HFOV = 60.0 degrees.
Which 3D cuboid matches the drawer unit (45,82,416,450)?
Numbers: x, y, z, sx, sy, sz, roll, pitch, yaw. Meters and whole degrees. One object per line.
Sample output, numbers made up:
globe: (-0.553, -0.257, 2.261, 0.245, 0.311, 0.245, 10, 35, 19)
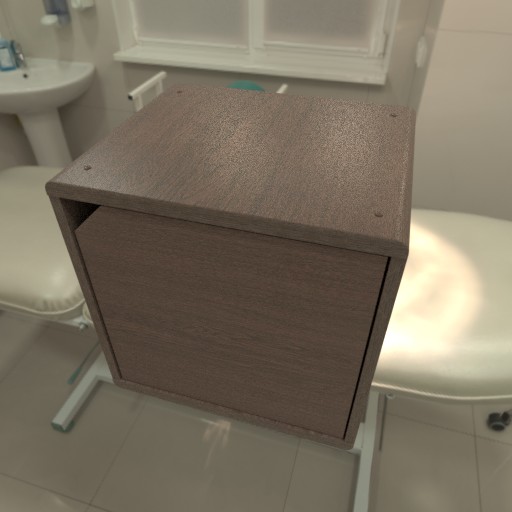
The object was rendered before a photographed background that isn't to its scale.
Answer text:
drawer unit: (0.000, 0.000, 0.604, 0.344, 0.344, 0.290, 11, 41, 13)
